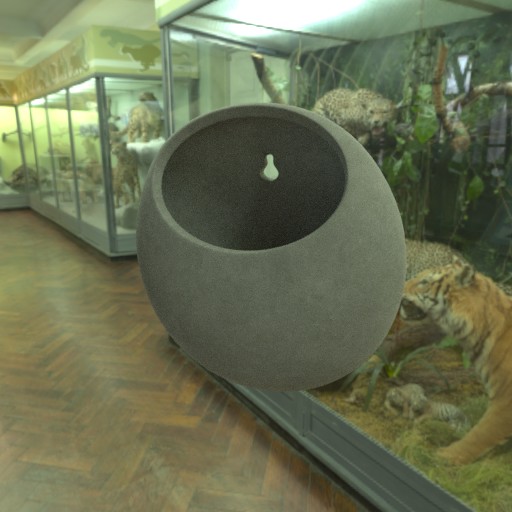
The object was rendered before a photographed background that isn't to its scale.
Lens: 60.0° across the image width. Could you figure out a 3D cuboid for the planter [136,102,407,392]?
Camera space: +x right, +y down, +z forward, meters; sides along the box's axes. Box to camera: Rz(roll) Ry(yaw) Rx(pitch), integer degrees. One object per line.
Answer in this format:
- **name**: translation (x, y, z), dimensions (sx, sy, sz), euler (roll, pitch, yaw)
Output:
- **planter**: translation (0.000, 0.000, 0.286), dimensions (0.185, 0.188, 0.071), euler (6, 16, 23)
